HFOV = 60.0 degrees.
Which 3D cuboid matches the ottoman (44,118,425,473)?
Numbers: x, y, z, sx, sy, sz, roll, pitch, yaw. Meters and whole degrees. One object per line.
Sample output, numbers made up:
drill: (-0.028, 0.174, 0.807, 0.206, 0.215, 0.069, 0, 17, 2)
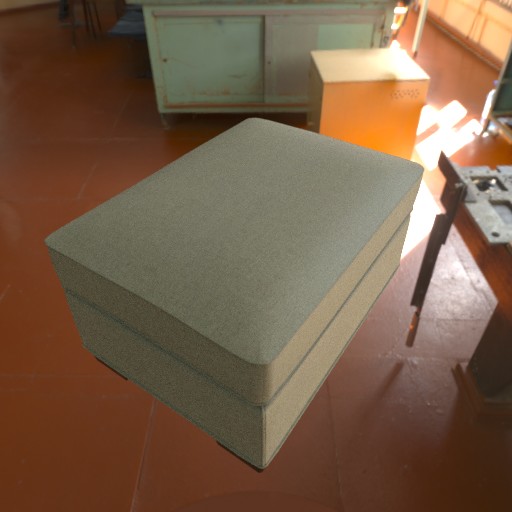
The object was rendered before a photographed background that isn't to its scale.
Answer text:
ottoman: (0.000, 0.000, 1.250, 0.619, 0.504, 0.843, 24, 46, 26)
